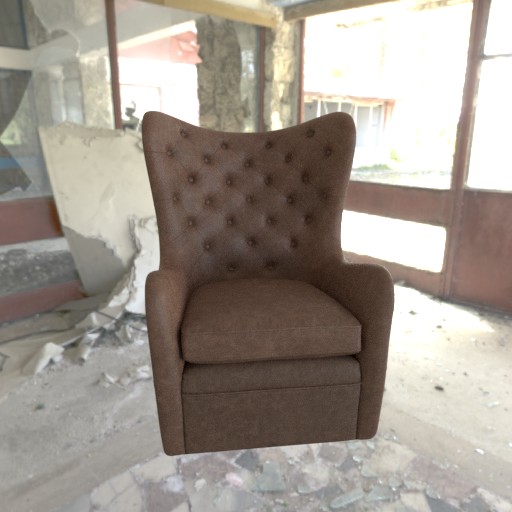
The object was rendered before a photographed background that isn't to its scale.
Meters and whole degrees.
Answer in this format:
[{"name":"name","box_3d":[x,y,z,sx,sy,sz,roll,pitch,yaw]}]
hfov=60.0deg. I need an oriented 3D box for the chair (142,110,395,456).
[{"name":"chair","box_3d":[0.000,0.000,1.704,0.831,1.079,0.930,-2,16,-7]}]
